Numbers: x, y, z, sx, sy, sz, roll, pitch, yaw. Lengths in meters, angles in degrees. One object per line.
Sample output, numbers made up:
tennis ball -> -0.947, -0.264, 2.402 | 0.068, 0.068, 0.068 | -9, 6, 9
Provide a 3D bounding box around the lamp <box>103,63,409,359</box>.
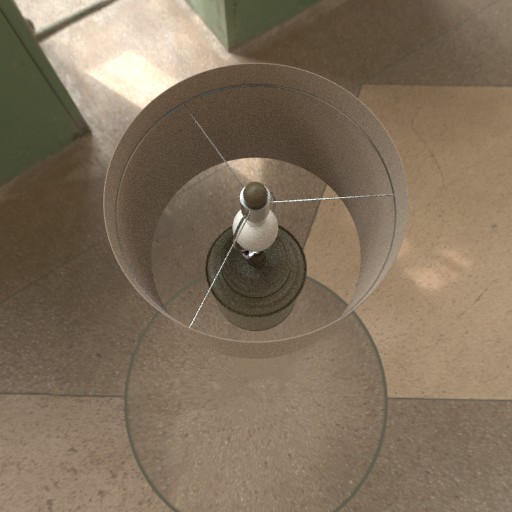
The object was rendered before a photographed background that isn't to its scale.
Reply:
lamp -> 0.000, 0.000, 0.693 | 0.318, 0.486, 0.318 | 0, 73, 0
